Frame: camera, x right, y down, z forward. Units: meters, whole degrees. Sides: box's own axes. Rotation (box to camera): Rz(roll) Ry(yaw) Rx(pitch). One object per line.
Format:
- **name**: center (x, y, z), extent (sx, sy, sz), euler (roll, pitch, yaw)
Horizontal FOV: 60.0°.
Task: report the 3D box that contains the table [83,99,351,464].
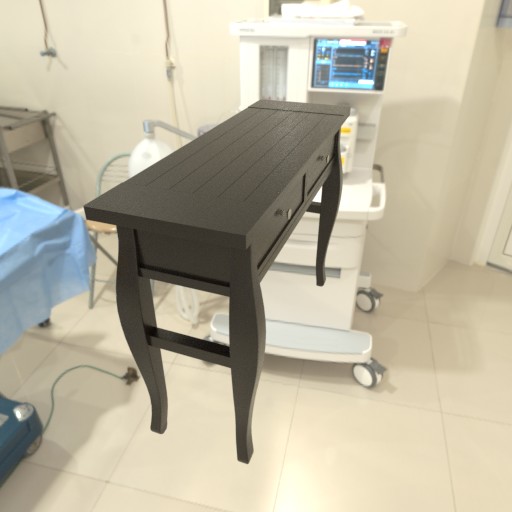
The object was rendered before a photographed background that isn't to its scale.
- **table**: center (0.000, 0.000, 1.472), extent (0.373, 0.768, 1.062), euler (11, 33, 17)
